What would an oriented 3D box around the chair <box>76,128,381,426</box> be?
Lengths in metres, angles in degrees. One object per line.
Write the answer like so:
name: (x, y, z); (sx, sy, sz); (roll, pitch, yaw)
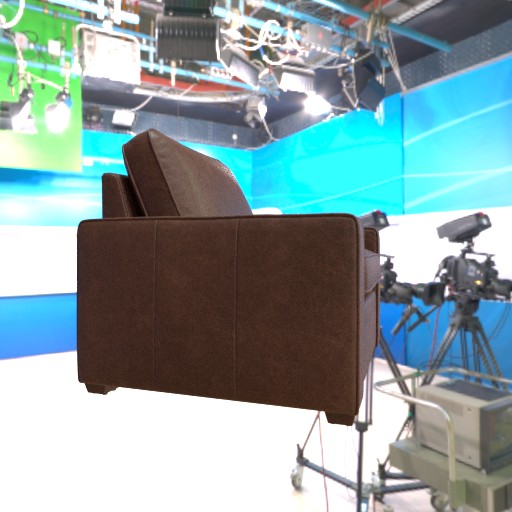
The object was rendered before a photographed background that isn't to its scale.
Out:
chair: (0.000, 0.000, 1.782); (0.940, 0.919, 1.017); (0, 1, 19)
